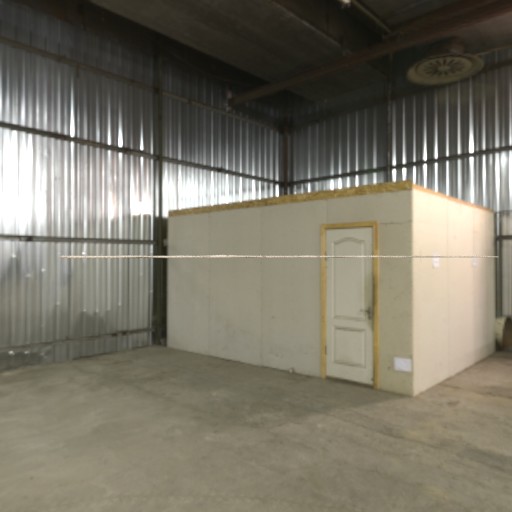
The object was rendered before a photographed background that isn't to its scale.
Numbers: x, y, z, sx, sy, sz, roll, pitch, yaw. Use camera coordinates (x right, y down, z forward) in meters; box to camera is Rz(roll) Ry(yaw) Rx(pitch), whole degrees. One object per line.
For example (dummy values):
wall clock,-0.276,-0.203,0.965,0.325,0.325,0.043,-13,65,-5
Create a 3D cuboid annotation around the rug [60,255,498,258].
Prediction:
rug,0.000,0.000,4.012,3.061,0.022,2.468,0,0,-19
